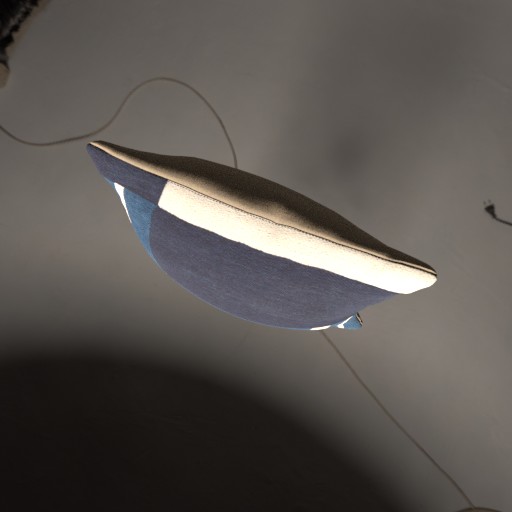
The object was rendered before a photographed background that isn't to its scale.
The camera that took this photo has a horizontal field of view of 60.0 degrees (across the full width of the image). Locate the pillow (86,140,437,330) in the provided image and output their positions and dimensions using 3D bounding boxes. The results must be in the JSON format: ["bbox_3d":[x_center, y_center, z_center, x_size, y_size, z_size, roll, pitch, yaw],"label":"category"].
[{"bbox_3d":[0.000,0.000,0.827,0.536,0.506,0.229,22,76,6],"label":"pillow"}]
